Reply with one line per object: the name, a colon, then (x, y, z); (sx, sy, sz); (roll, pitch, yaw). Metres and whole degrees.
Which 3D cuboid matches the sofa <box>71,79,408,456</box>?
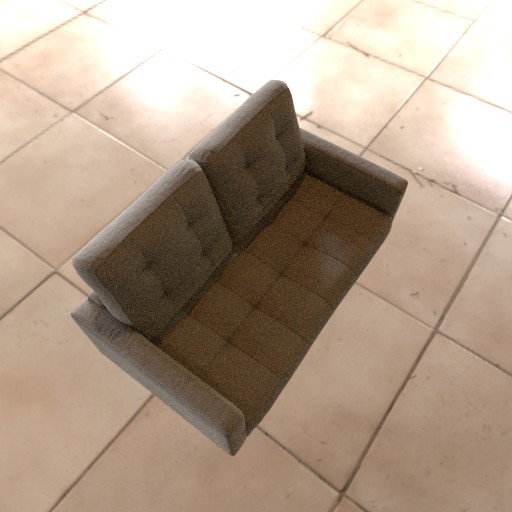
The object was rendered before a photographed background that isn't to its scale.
sofa: (0.000, 0.000, 1.990); (0.842, 0.907, 1.407); (31, 63, 18)
